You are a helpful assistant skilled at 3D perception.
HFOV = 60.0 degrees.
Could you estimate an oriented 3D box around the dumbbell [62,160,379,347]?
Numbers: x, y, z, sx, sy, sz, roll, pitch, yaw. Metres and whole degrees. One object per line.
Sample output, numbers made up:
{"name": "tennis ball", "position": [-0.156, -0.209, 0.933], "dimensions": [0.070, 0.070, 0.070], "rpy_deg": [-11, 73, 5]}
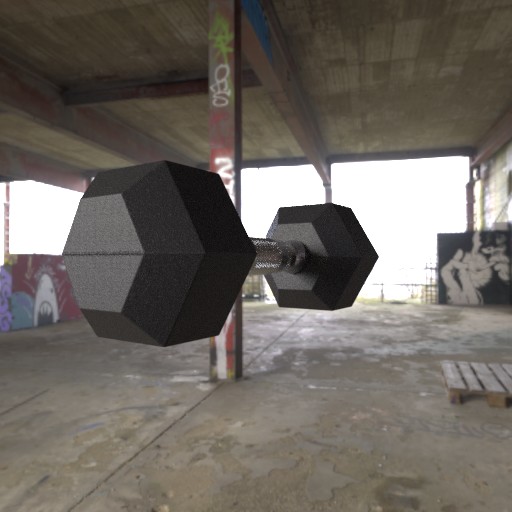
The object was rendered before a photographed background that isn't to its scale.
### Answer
{"name": "dumbbell", "position": [0.000, 0.000, 0.360], "dimensions": [0.116, 0.101, 0.297], "rpy_deg": [0, -1, 35]}
